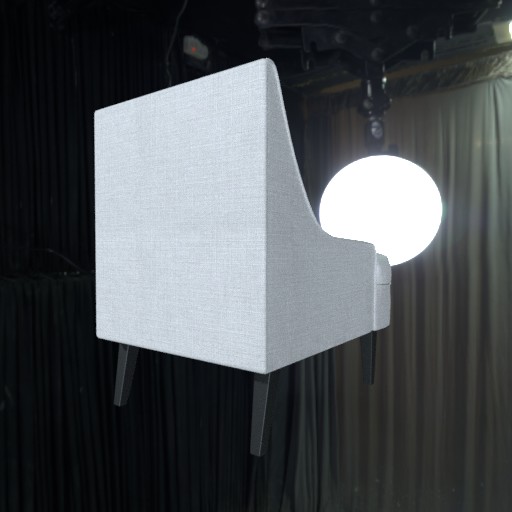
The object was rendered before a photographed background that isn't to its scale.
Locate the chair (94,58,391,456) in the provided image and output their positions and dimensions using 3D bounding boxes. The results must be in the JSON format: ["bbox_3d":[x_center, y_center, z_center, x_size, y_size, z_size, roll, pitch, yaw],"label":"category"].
[{"bbox_3d":[0.000,0.000,1.439,0.658,0.891,0.772,1,2,37],"label":"chair"}]
